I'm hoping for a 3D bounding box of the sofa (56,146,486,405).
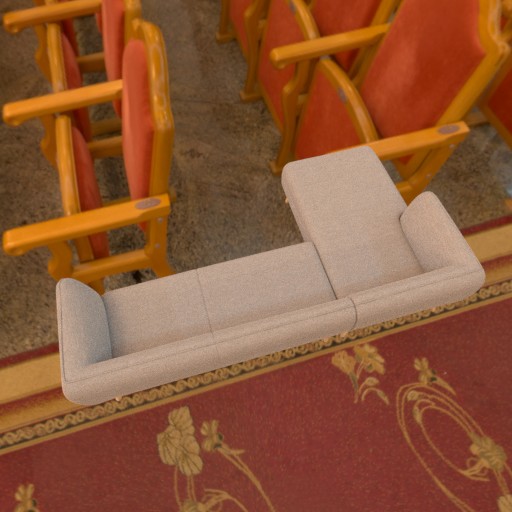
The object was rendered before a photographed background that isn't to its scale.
[{"bbox_3d":[0.000,0.000,3.245,2.653,0.693,1.532,-14,60,-8],"label":"sofa"}]
